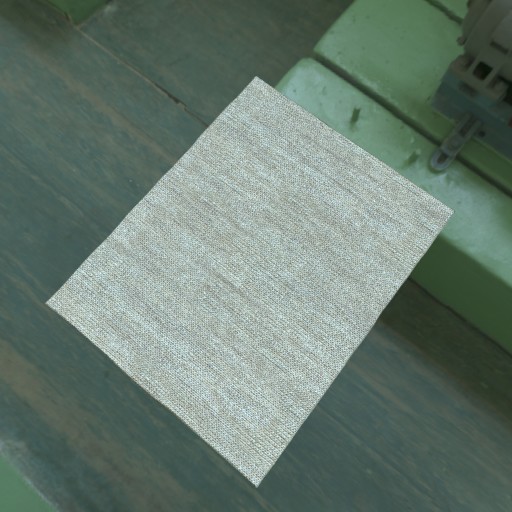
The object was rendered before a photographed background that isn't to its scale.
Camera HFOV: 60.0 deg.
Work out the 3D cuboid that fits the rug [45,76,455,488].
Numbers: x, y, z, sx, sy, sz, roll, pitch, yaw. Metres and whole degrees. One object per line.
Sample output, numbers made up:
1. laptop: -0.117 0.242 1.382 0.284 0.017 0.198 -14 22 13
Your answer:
1. rug: 0.000 0.000 4.093 2.429 0.030 3.052 37 78 9
